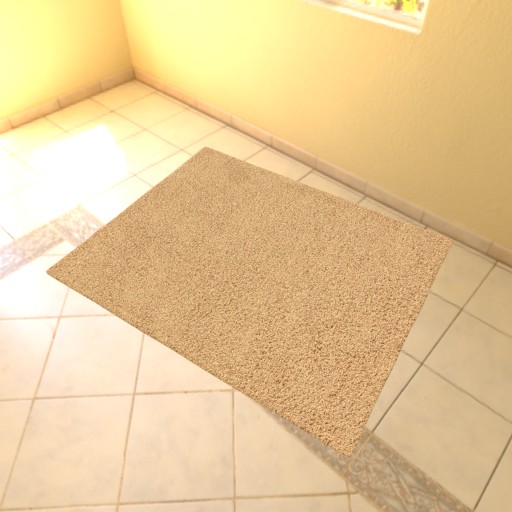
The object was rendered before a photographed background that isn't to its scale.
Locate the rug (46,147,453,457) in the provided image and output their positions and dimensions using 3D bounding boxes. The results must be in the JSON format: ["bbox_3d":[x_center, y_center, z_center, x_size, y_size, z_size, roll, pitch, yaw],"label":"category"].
[{"bbox_3d":[0.000,0.000,4.206,3.047,0.029,2.438,25,52,22],"label":"rug"}]
